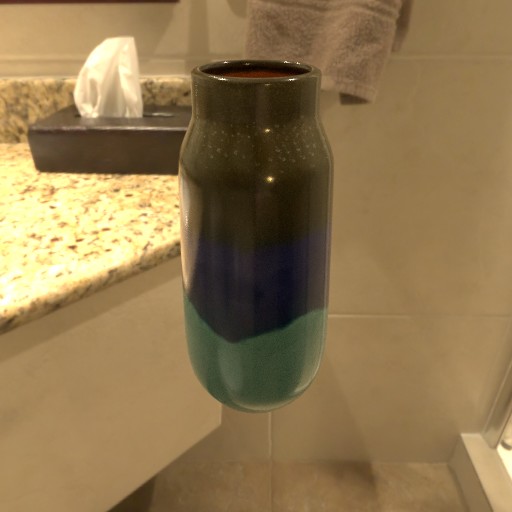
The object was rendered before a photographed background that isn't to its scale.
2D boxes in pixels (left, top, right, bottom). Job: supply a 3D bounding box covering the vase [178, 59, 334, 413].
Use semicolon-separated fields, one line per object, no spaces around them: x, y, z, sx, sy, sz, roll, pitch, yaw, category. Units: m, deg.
0.000;0.000;0.395;0.139;0.313;0.139;0;31;0;vase
